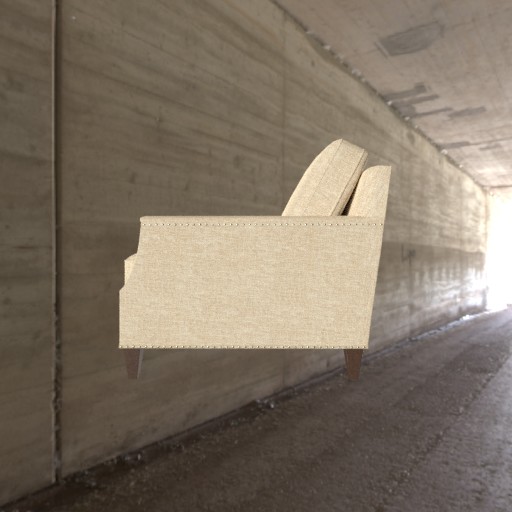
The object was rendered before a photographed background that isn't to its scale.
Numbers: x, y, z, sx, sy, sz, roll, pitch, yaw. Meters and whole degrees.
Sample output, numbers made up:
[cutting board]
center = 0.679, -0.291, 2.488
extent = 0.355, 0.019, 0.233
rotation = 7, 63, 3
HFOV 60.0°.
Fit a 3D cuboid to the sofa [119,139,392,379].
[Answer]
[sofa]
center = 0.000, 0.000, 2.762
extent = 1.041, 0.940, 2.210
rotation = 0, 0, 1
